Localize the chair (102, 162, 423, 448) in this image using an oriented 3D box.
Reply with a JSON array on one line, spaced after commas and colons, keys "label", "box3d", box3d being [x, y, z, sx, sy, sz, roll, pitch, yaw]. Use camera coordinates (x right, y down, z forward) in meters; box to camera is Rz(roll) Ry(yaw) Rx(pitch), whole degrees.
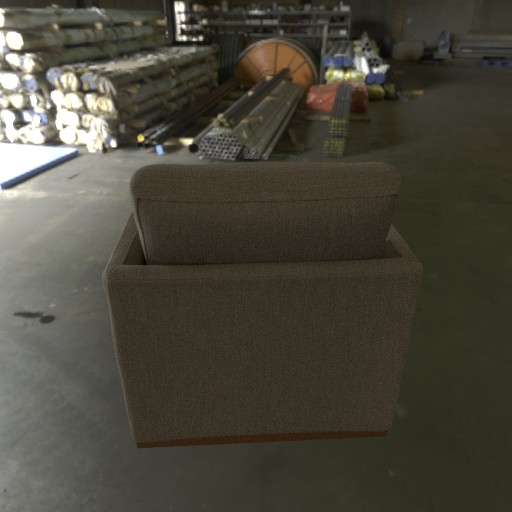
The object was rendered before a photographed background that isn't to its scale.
[{"label": "chair", "box3d": [0.000, 0.000, 1.453, 0.763, 0.811, 0.834, -2, 29, -3]}]
